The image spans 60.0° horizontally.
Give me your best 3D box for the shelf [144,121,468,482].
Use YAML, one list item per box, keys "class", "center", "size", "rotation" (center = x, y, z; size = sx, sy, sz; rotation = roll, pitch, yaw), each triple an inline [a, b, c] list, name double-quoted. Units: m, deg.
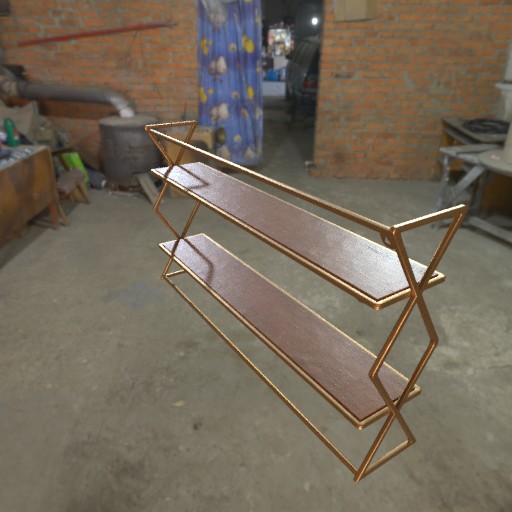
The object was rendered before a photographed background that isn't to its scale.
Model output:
- class: "shelf"
  center: [0.000, 0.000, 0.969]
  size: [0.150, 0.450, 0.822]
  rotation: [-16, 31, -30]
